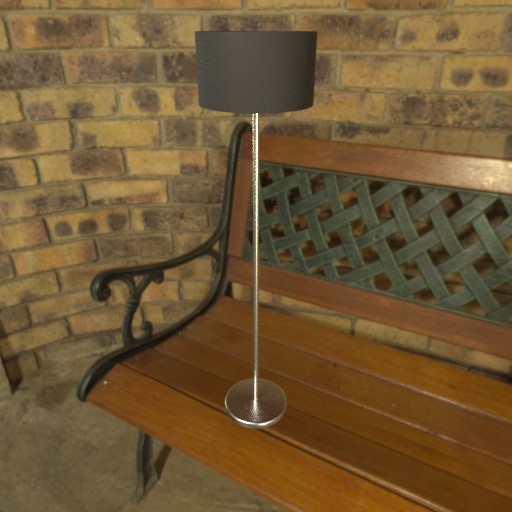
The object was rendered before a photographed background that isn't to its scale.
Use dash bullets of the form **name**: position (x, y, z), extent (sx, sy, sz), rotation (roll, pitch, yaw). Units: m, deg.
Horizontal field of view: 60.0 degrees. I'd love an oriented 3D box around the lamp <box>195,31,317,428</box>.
- **lamp**: position (0.000, 0.000, 1.595), extent (0.348, 1.443, 0.348), rotation (0, 27, -1)
